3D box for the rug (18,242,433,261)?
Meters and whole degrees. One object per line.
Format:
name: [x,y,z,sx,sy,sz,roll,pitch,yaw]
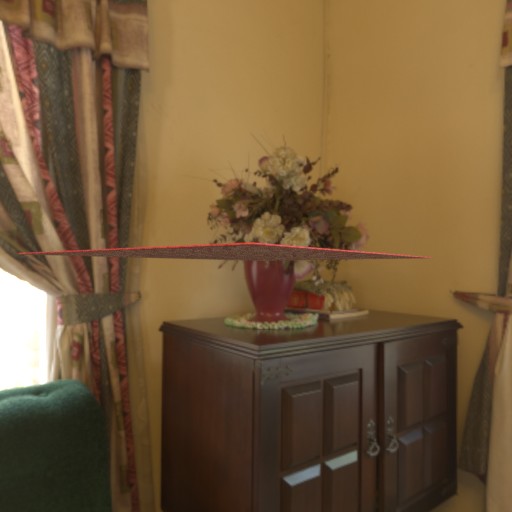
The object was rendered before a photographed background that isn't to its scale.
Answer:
rug: [0.000,0.000,4.235,2.389,0.011,3.306,-1,-2,36]
